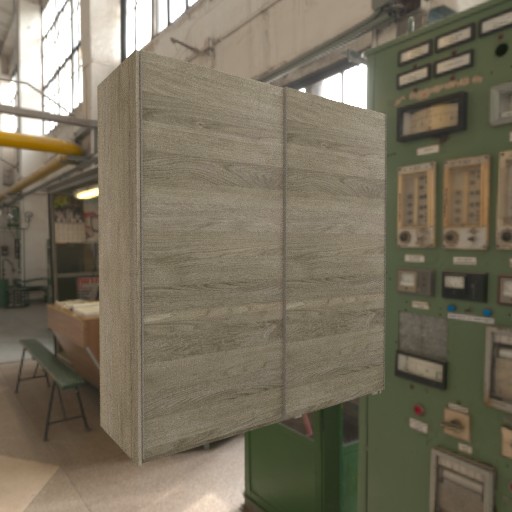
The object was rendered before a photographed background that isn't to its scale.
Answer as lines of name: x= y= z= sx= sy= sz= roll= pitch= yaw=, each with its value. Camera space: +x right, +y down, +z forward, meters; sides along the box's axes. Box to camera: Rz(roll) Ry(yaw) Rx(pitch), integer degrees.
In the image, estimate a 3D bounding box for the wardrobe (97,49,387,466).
wardrobe: x=0.000 y=0.000 z=2.819 sx=1.780 sy=1.960 sz=0.629 roll=-1 pitch=2 yaw=-36
